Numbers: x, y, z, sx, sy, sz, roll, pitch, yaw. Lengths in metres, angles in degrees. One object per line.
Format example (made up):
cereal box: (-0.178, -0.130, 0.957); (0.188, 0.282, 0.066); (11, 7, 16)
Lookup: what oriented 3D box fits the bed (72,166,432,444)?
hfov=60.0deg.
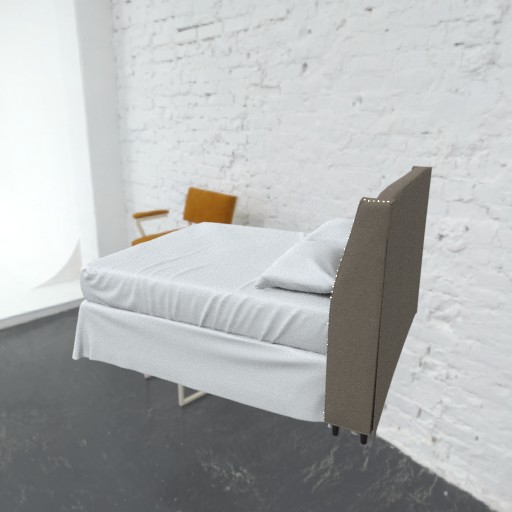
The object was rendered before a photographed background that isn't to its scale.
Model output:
bed: (0.000, 0.000, 3.414); (2.276, 1.332, 1.925); (8, 18, 25)
